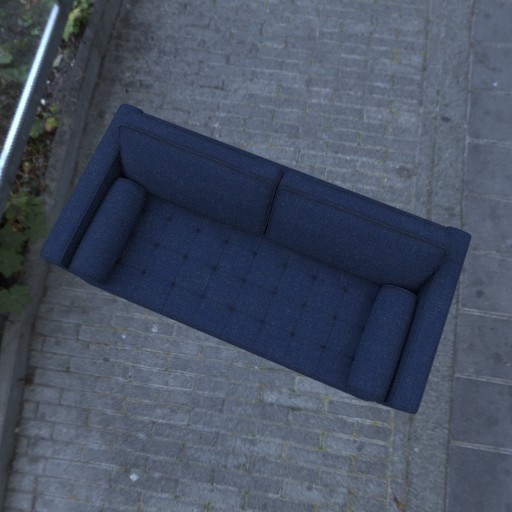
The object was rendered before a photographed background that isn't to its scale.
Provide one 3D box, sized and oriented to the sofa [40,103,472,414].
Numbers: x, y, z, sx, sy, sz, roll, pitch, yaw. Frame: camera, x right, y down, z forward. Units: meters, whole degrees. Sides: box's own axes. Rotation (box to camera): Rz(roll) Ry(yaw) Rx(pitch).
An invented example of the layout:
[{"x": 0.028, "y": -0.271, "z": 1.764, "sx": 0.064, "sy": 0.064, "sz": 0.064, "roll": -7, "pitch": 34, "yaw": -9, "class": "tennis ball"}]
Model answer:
[{"x": 0.000, "y": 0.000, "z": 2.280, "sx": 1.880, "sy": 0.762, "sz": 0.914, "roll": 22, "pitch": 77, "yaw": 5, "class": "sofa"}]
